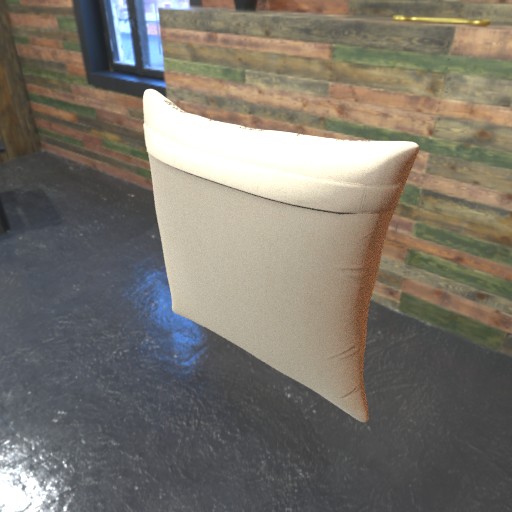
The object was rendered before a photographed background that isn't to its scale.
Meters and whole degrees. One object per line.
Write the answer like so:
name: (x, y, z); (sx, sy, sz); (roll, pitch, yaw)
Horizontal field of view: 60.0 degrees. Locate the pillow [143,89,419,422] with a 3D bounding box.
pillow: (0.000, 0.000, 0.632); (0.405, 0.406, 0.173); (23, 39, 32)
